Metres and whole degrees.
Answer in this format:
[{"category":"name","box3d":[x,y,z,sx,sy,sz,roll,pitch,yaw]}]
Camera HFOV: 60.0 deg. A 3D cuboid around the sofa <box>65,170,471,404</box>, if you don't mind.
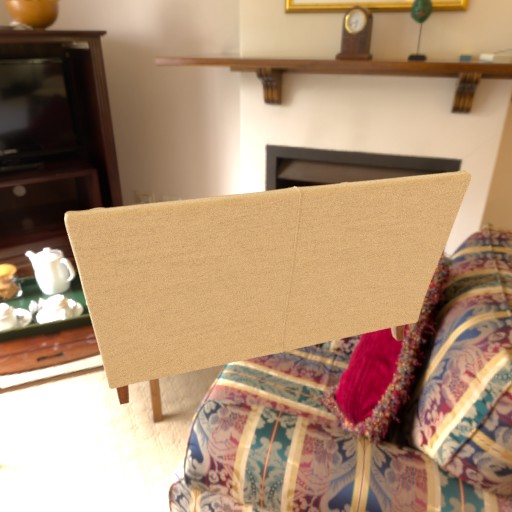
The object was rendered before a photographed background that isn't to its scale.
[{"category":"sofa","box3d":[0.000,0.000,2.064,1.482,0.892,0.891,-8,27,-17]}]
